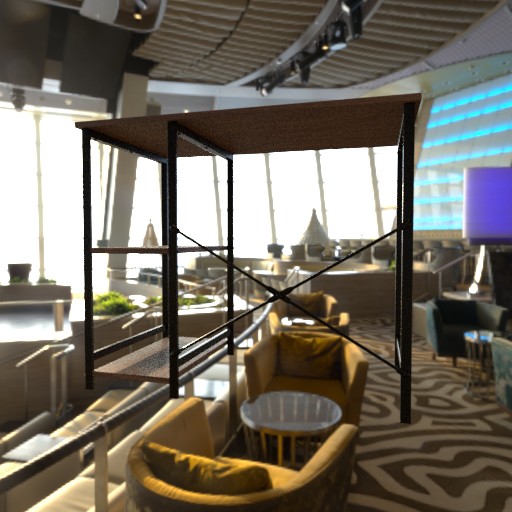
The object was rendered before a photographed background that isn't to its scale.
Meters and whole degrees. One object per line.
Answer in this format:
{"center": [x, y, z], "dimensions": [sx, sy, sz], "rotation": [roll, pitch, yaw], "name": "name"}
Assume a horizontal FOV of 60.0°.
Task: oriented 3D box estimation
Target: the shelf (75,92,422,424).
{"center": [0.000, 0.000, 1.355], "dimensions": [0.902, 0.750, 0.498], "rotation": [1, 2, 16], "name": "shelf"}
